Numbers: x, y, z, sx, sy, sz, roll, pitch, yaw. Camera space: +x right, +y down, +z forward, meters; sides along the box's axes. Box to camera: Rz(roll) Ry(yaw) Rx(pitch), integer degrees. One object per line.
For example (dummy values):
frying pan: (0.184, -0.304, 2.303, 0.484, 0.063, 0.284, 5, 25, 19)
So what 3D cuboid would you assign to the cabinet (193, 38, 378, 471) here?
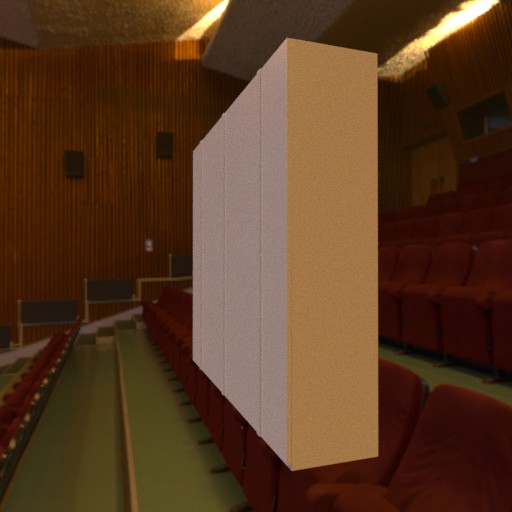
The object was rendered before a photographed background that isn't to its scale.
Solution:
cabinet: (0.000, 0.000, 3.788, 0.590, 2.370, 2.700, 0, -1, -19)
